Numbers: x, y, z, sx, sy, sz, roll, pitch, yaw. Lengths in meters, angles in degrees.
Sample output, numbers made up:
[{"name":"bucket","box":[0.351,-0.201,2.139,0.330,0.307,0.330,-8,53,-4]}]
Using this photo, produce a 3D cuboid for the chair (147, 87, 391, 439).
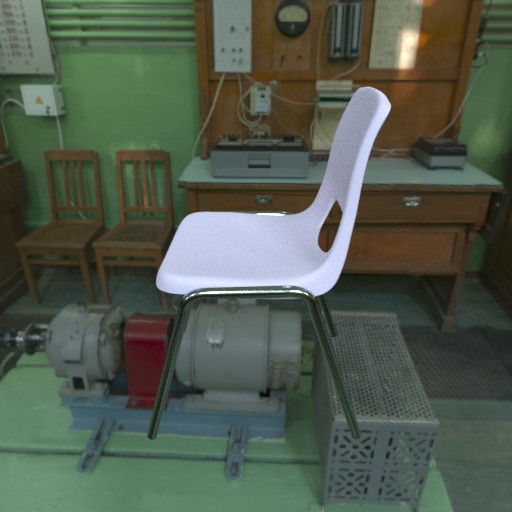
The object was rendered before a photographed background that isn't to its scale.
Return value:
[{"name":"chair","box":[0.000,0.000,0.918,0.436,0.653,0.381,1,27,1]}]
